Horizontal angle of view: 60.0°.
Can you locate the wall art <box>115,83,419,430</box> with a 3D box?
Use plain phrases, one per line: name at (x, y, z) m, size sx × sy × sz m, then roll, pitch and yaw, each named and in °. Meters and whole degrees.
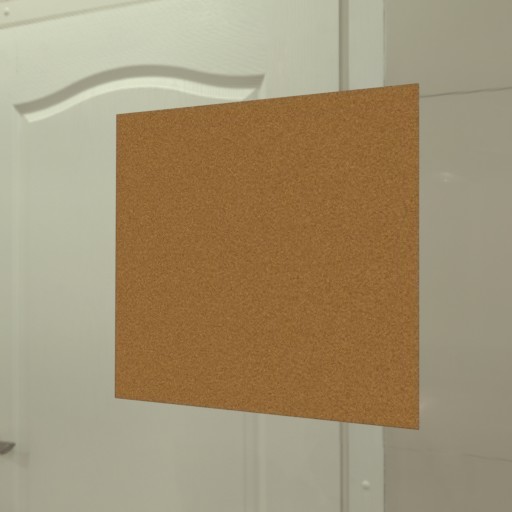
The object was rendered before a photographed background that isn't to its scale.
wall art at (0.000, 0.000, 0.589) m, size 0.406 × 0.403 × 0.039 m, roll 0°, pitch 0°, yaw 16°
